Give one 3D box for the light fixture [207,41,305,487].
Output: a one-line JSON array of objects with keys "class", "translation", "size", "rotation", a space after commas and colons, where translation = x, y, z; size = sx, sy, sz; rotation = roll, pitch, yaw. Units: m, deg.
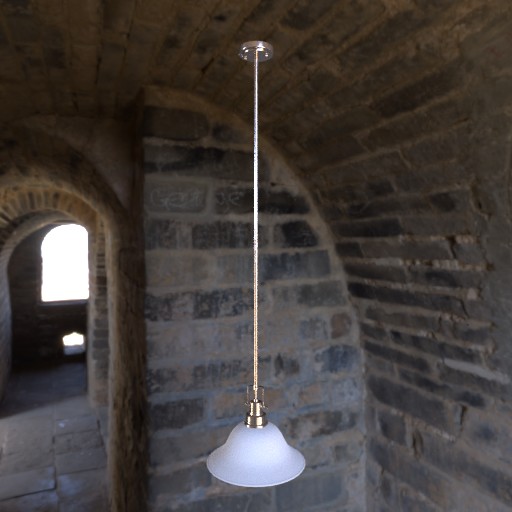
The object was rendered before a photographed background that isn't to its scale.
[{"class": "light fixture", "translation": [0.000, 0.000, 1.456], "size": [0.324, 1.354, 0.324], "rotation": [0, 1, 18]}]
